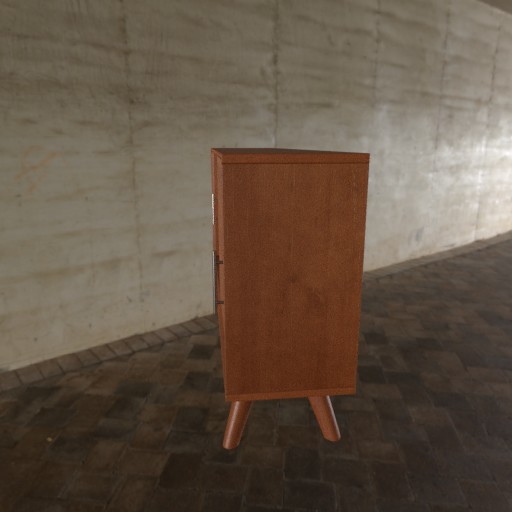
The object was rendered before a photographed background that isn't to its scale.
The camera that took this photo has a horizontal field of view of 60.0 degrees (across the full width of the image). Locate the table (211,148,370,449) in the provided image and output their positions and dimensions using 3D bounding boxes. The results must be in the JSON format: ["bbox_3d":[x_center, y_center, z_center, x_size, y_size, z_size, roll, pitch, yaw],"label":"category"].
[{"bbox_3d":[0.000,0.000,1.492,0.308,0.698,1.220,-2,14,-6],"label":"table"}]
